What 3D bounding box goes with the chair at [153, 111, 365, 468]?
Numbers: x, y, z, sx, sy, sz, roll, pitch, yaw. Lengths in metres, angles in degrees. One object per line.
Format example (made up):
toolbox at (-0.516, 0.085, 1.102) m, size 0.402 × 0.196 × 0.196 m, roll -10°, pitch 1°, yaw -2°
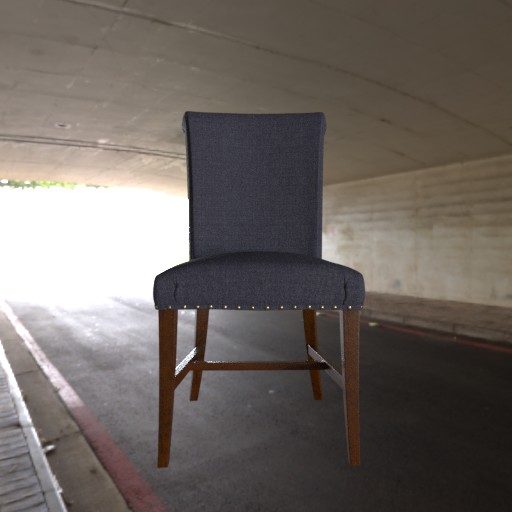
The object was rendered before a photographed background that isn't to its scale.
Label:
chair at (0.000, 0.000, 1.321) m, size 0.513 × 0.988 × 0.608 m, roll 0°, pitch 2°, yaw -1°
